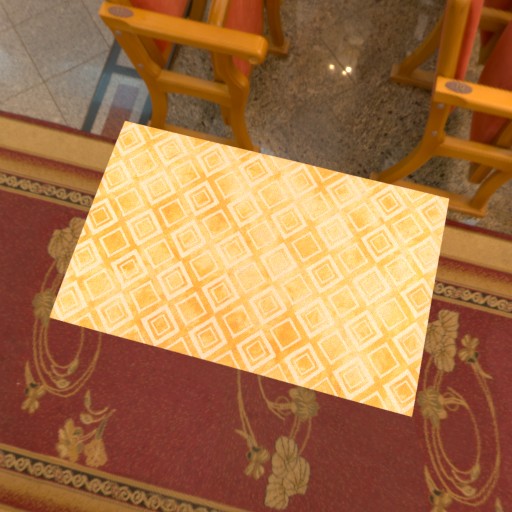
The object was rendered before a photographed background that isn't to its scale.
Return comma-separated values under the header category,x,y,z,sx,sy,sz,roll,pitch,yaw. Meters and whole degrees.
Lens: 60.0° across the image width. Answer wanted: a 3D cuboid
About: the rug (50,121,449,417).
category,x,y,z,sx,sy,sz,roll,pitch,yaw
rug,0.000,0.000,3.031,2.424,0.010,1.511,14,76,4
